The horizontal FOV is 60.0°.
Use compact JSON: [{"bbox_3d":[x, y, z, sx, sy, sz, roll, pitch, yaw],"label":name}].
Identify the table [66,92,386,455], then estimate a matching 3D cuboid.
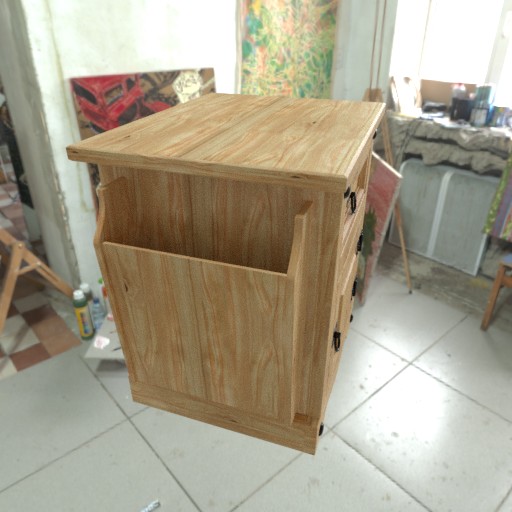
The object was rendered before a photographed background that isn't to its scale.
[{"bbox_3d":[0.000,0.000,0.860,0.380,0.515,0.530,10,30,17],"label":"table"}]
